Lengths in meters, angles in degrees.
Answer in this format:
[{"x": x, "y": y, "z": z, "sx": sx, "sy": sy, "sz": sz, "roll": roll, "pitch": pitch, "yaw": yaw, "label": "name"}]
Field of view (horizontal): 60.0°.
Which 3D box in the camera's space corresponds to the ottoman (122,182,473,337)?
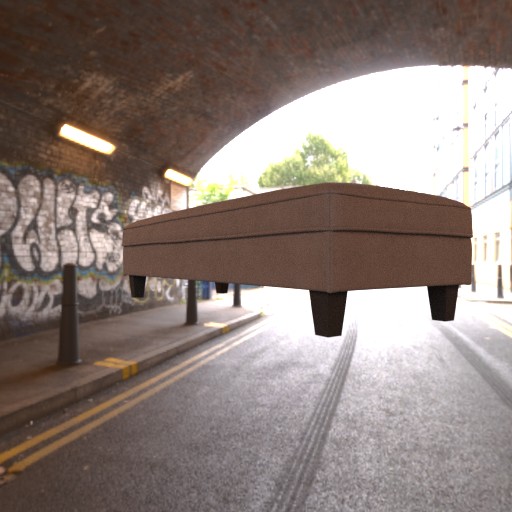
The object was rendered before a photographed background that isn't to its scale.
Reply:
[{"x": 0.000, "y": 0.000, "z": 2.089, "sx": 0.751, "sy": 0.470, "sz": 1.764, "roll": 0, "pitch": -1, "yaw": -35, "label": "ottoman"}]
